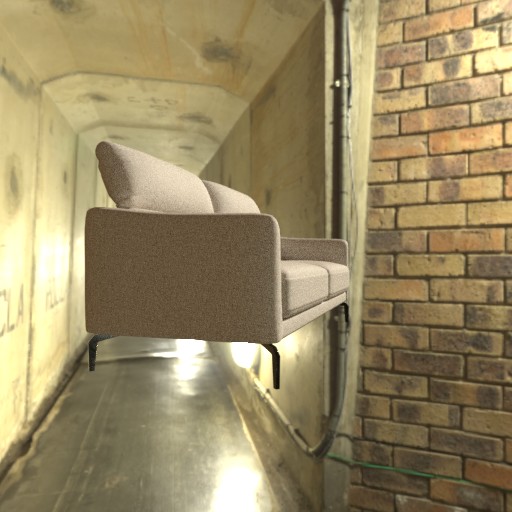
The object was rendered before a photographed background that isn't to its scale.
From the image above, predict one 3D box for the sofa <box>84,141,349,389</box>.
[{"bbox_3d":[0.000,0.000,2.549,0.856,0.956,2.015,0,-1,19],"label":"sofa"}]
